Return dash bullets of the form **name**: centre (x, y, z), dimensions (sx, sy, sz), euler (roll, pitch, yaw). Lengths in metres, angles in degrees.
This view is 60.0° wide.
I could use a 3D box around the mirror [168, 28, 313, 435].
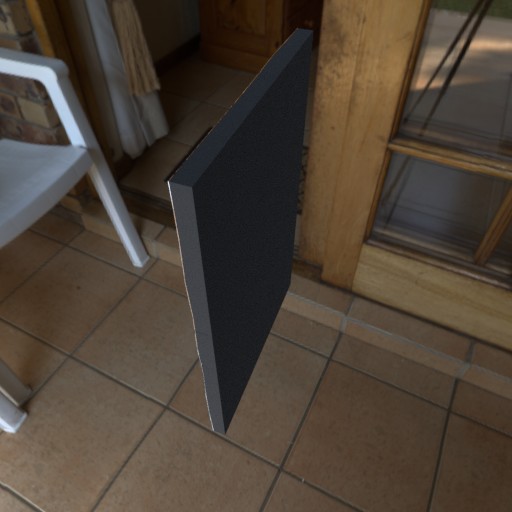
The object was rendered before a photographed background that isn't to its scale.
- **mirror**: centre (0.000, 0.000, 1.154), dimensions (0.044, 0.912, 0.606), euler (16, 49, 14)
